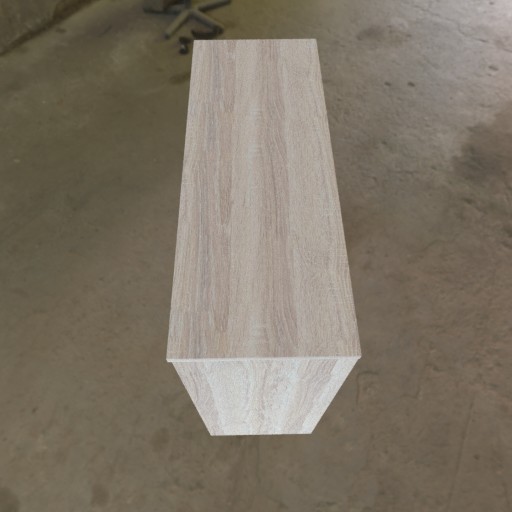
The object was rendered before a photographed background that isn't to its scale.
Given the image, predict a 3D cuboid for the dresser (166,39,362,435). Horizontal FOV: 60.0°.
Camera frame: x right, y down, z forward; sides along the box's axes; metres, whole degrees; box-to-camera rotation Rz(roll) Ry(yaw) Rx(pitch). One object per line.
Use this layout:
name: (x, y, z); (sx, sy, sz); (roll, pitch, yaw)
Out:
dresser: (0.000, 0.000, 1.469); (0.380, 0.900, 0.980); (-1, 59, -1)
